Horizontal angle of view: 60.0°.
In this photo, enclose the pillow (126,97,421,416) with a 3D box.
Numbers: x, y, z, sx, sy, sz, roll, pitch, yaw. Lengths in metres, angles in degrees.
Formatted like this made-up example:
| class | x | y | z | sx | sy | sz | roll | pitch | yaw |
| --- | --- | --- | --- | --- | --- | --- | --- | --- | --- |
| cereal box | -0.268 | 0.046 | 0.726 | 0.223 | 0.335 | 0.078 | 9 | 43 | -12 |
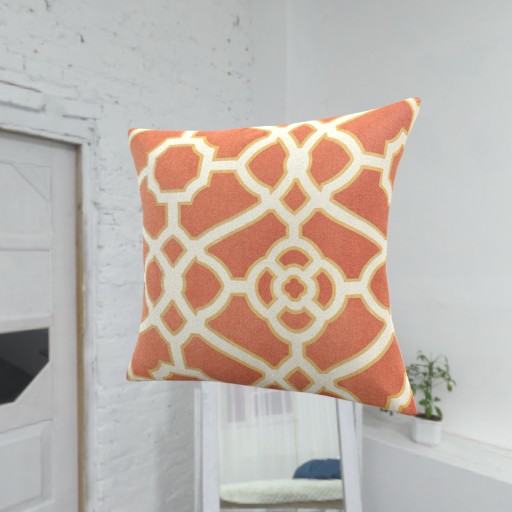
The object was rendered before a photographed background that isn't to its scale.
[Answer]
| class | x | y | z | sx | sy | sz | roll | pitch | yaw |
| --- | --- | --- | --- | --- | --- | --- | --- | --- | --- |
| pillow | 0.000 | 0.000 | 0.799 | 0.552 | 0.508 | 0.166 | 1 | 2 | 20 |
